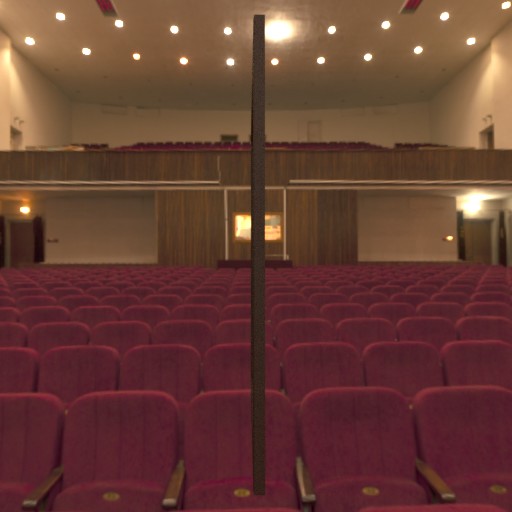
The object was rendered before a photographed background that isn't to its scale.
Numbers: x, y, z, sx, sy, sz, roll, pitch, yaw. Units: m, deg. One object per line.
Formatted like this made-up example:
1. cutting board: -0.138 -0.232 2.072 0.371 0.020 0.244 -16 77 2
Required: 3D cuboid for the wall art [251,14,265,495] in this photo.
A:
1. wall art: 0.000 0.000 0.647 0.013 0.508 0.359 0 -2 -1
